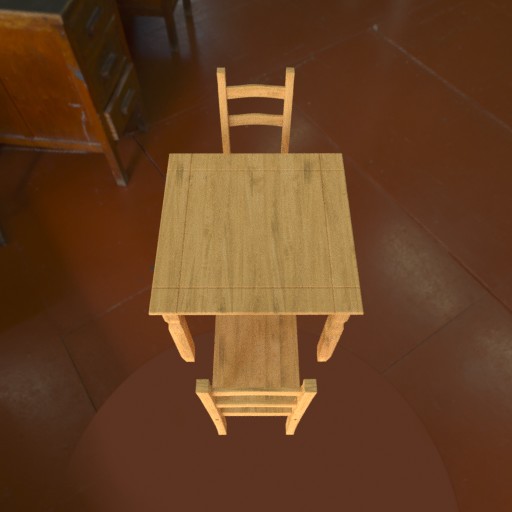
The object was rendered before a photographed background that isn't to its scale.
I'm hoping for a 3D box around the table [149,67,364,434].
[{"bbox_3d":[0.000,0.000,2.108,0.813,0.942,1.501,0,59,0],"label":"table"}]
